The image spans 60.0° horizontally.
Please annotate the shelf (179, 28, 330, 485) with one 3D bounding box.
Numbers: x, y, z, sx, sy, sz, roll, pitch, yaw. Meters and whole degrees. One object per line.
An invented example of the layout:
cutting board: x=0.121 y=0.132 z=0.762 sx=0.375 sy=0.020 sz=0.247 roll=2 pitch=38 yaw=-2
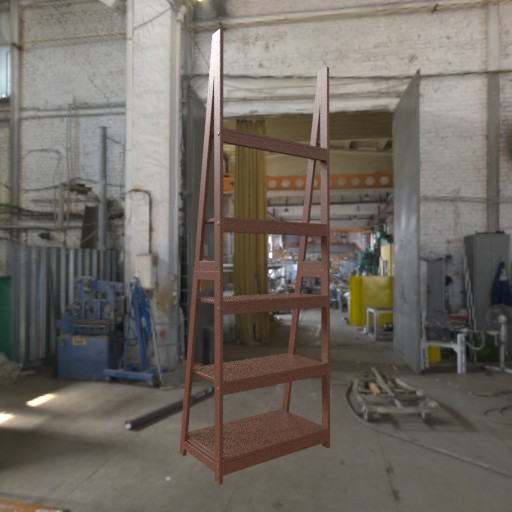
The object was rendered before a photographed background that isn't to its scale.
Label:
shelf: x=0.000 y=0.000 z=2.032 sx=0.600 sy=1.770 sz=0.350 roll=1 pitch=-1 yaw=-36
